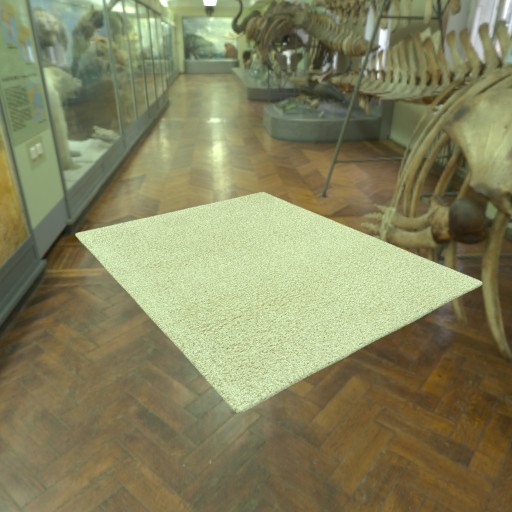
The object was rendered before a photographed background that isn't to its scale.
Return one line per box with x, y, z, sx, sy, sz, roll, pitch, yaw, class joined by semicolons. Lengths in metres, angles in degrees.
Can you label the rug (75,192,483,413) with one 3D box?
0.000;0.000;4.121;2.438;0.029;3.047;-17;31;-32;rug
